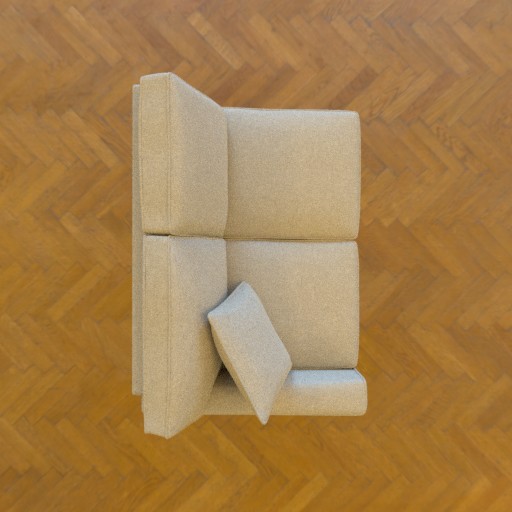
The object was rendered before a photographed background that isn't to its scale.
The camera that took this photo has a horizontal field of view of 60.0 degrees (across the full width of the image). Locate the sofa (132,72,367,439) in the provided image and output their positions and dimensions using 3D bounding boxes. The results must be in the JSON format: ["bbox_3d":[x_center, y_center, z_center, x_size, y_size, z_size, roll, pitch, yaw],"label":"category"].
[{"bbox_3d":[0.000,0.000,2.066,0.991,0.989,1.388,0,90,-1],"label":"sofa"}]
